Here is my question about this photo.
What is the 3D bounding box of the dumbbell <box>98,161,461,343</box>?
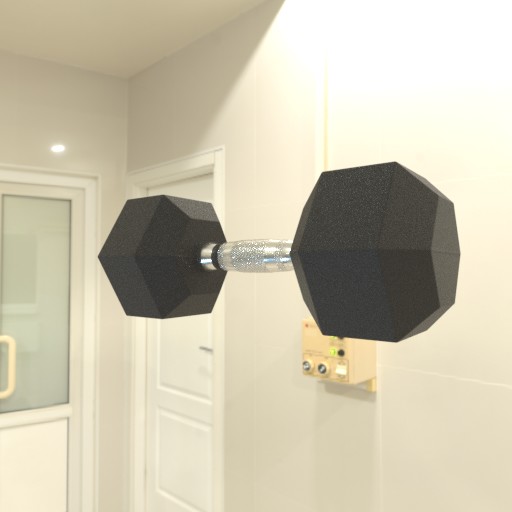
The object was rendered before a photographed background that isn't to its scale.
[{"bbox_3d":[0.000,0.000,0.414,0.337,0.123,0.142,-1,-2,36],"label":"dumbbell"}]
